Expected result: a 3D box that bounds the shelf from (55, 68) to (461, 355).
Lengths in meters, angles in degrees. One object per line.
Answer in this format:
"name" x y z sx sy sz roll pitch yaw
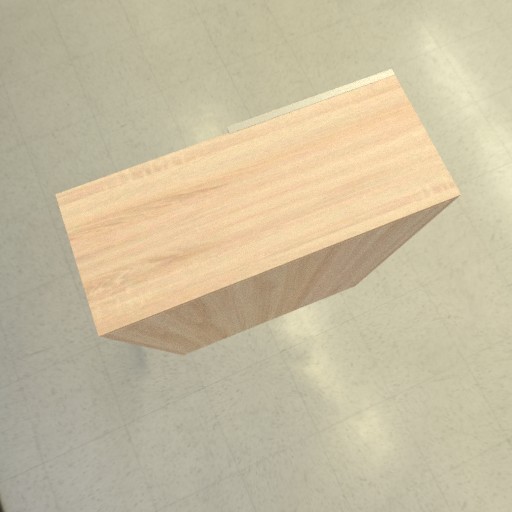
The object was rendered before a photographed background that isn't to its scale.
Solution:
"shelf" 0.000 0.000 1.851 0.995 1.405 0.434 -21 76 -5
